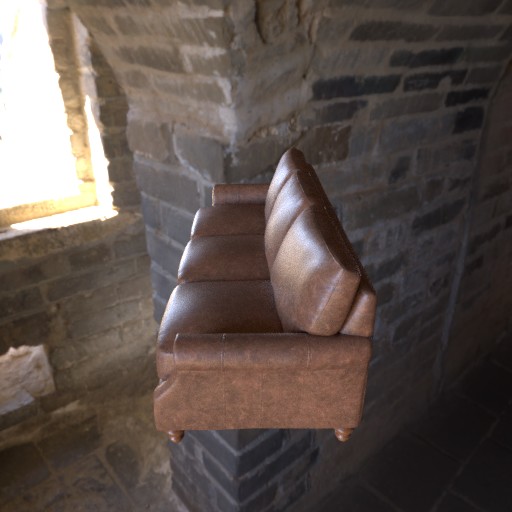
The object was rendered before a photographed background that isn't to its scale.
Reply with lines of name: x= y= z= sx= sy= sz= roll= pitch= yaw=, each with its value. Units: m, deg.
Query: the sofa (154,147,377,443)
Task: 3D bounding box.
sofa: x=0.000 y=0.000 z=2.866 sx=0.973 sy=0.977 sz=2.351 roll=0 pitch=26 yaw=-1
